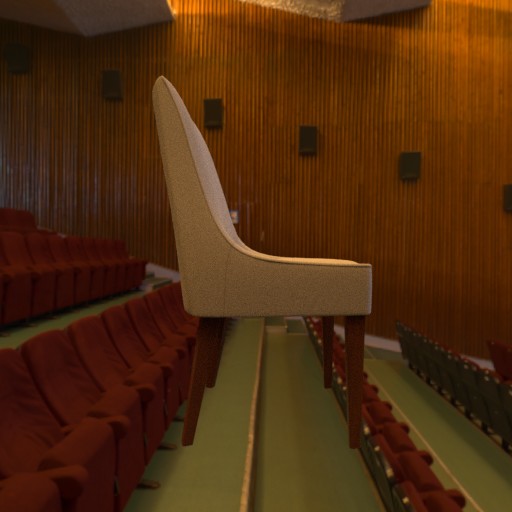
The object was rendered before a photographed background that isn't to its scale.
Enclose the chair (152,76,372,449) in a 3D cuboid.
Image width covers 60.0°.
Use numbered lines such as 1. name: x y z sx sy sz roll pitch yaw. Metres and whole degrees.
1. chair: 0.000 0.000 1.215 0.544 0.861 0.529 0 1 1
